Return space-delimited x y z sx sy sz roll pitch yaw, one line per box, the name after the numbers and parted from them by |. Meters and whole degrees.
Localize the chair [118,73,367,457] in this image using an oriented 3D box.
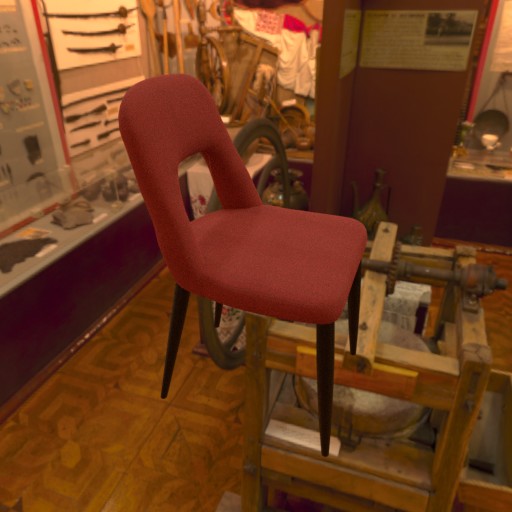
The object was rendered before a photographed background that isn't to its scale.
0.000 0.000 1.210 0.569 0.892 0.483 11 31 18 | chair
